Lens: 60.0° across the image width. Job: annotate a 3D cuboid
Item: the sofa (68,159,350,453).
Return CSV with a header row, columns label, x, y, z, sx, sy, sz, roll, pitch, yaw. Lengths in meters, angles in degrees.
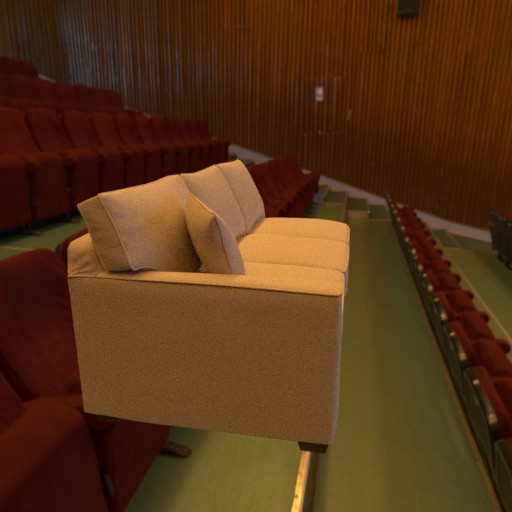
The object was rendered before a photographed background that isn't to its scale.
label,x,y,z,sx,sy,sz,roll,pitch,yaw
sofa,0.000,0.000,2.485,1.034,0.946,1.962,3,16,11
